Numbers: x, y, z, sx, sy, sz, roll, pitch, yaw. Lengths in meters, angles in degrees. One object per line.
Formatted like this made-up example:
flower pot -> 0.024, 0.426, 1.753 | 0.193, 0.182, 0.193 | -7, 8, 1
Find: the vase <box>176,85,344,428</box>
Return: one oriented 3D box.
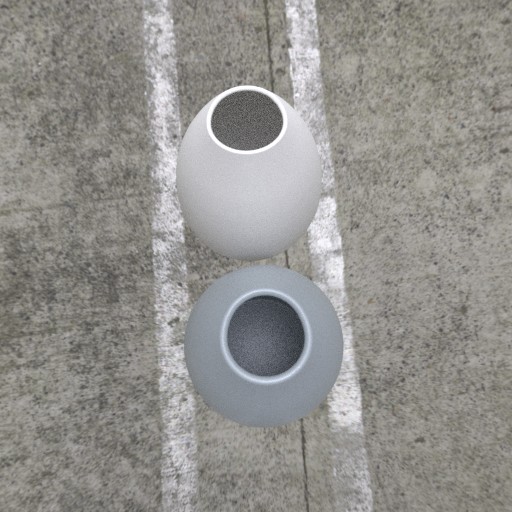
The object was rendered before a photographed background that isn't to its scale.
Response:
vase -> 0.000, 0.000, 0.251 | 0.089, 0.131, 0.187 | -5, 77, -1
